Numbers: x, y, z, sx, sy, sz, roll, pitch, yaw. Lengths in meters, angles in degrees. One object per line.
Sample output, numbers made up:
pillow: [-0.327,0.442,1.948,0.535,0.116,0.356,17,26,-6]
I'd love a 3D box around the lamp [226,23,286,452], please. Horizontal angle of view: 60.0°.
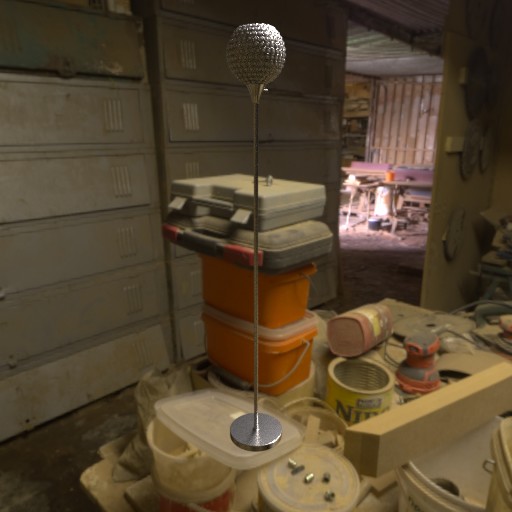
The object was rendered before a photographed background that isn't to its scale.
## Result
lamp: [0.000,0.000,1.926,0.254,1.805,0.254,0,15,0]
